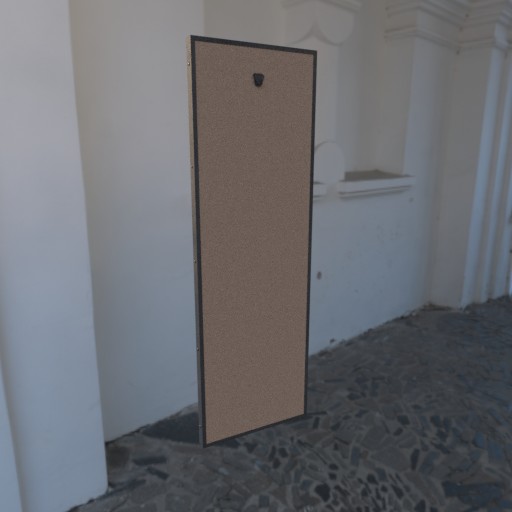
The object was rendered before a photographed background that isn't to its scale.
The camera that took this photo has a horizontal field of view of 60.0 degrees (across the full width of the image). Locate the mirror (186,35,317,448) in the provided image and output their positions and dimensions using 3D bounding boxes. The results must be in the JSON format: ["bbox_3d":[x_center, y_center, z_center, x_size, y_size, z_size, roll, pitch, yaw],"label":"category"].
[{"bbox_3d":[0.000,0.000,1.218,0.354,1.080,0.042,-7,15,-27],"label":"mirror"}]
